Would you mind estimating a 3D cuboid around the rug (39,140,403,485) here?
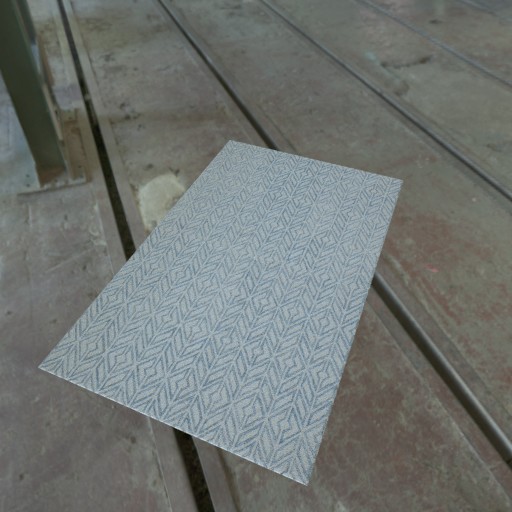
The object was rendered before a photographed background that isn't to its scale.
[{"bbox_3d":[0.000,0.000,2.966,1.526,0.008,2.441,17,49,15],"label":"rug"}]
